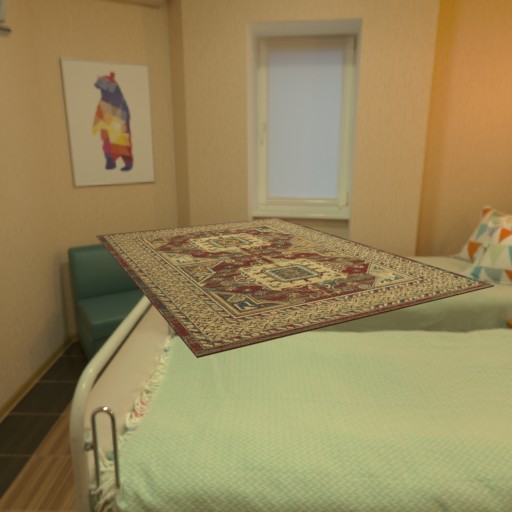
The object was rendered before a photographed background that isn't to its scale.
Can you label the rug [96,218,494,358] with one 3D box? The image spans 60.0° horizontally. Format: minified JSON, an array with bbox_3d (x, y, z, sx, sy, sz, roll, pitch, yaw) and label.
[{"bbox_3d":[0.000,0.000,4.172,2.381,0.013,3.197,-8,17,-27],"label":"rug"}]
